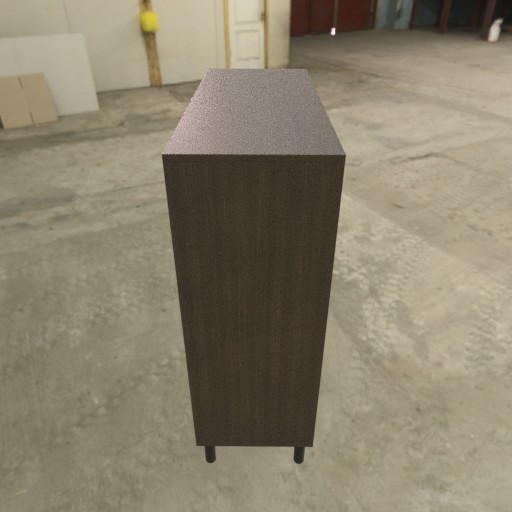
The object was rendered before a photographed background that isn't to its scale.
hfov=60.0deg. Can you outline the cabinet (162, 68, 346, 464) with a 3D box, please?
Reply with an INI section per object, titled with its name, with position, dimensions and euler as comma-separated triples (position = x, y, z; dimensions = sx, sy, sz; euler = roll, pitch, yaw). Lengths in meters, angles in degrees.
[cabinet]
position = 0.000, 0.000, 1.701
dimensions = 0.400, 1.170, 1.010
euler = 0, 33, 0
